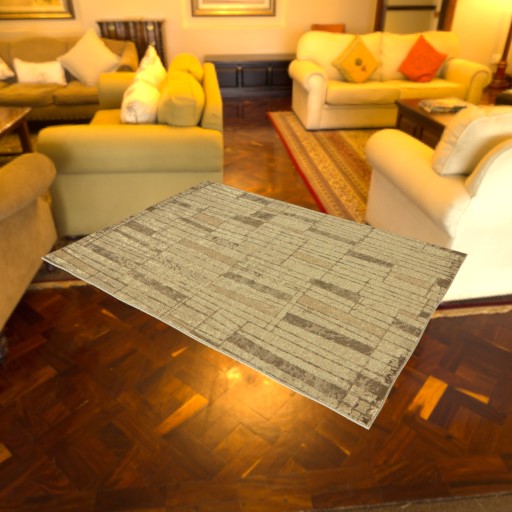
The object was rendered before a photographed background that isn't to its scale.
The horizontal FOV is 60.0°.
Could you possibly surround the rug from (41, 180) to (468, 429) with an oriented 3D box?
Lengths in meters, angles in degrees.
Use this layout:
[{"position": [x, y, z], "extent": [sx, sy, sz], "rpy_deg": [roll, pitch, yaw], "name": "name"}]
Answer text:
[{"position": [0.000, 0.000, 4.298], "extent": [3.357, 0.019, 2.449], "rpy_deg": [20, 37, 29], "name": "rug"}]
